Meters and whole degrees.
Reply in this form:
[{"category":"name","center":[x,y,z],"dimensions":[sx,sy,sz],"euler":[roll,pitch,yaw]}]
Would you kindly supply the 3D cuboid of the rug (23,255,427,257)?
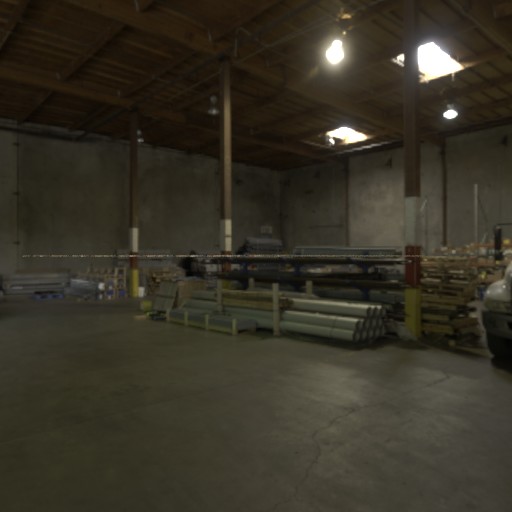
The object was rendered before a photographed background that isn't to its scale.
[{"category":"rug","center":[0.000,0.000,4.204],"dimensions":[2.379,0.011,3.221],"euler":[0,0,35]}]
